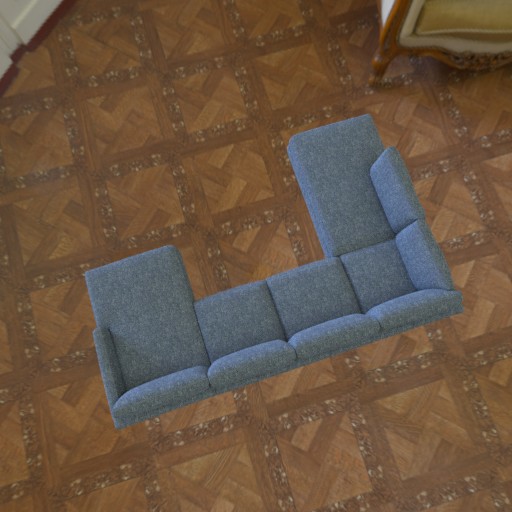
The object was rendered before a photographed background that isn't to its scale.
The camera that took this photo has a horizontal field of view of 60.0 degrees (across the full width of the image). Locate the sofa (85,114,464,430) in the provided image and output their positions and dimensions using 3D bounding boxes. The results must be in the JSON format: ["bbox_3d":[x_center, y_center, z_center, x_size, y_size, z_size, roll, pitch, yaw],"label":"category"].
[{"bbox_3d":[0.000,0.000,3.593,2.737,0.756,1.879,-18,76,-4],"label":"sofa"}]
